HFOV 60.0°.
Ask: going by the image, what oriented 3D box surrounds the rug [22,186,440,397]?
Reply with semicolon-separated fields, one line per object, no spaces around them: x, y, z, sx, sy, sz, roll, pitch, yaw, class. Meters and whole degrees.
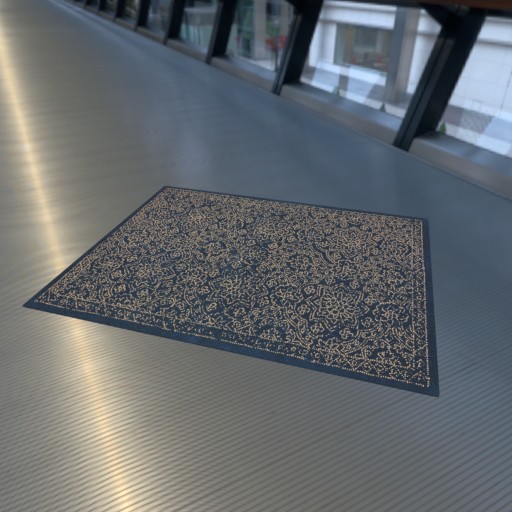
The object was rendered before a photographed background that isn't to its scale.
0.000;0.000;4.035;3.048;0.010;2.438;9;33;14;rug
